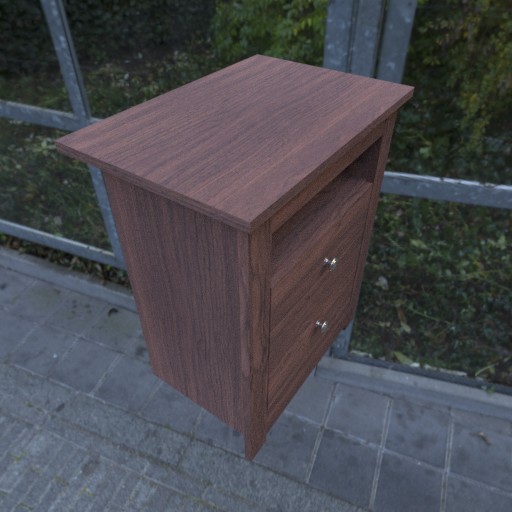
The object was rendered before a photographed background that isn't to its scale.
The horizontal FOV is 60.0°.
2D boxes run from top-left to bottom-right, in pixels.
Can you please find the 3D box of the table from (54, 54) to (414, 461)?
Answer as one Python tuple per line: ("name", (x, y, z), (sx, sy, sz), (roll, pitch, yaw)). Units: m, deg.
("table", (0.000, 0.000, 1.060), (0.406, 0.711, 0.589), (24, 46, 26))
